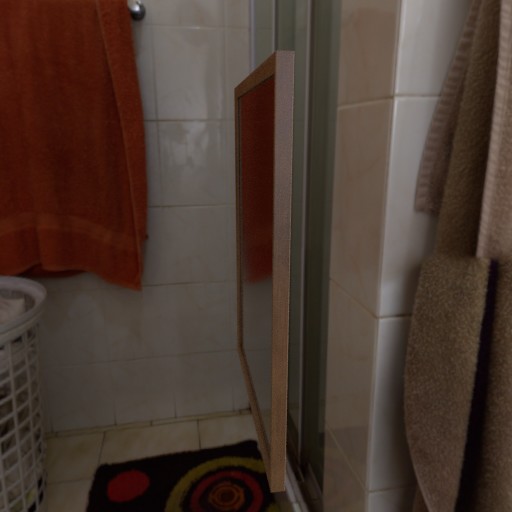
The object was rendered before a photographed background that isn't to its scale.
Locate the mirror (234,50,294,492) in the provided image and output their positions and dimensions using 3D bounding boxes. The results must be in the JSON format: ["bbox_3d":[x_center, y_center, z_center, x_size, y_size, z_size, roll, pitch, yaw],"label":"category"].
[{"bbox_3d":[0.000,0.000,1.337,0.040,1.016,0.762,-2,16,-8],"label":"mirror"}]
